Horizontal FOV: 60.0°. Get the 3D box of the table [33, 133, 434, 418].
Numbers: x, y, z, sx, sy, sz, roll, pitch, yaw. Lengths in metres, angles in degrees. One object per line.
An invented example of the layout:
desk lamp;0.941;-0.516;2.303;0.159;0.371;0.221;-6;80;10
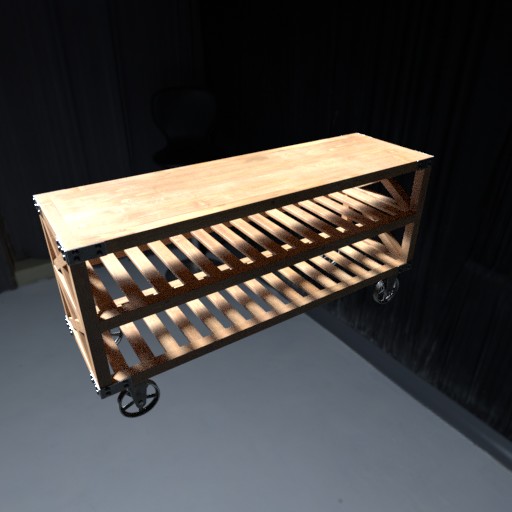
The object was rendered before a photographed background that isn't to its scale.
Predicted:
table;0.000;0.000;1.837;1.487;0.711;0.467;-18;35;-28
